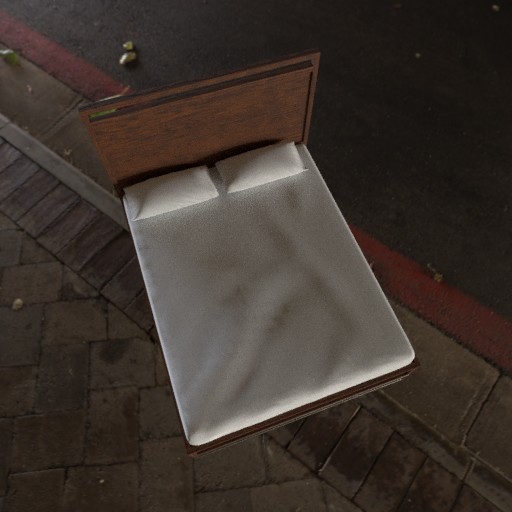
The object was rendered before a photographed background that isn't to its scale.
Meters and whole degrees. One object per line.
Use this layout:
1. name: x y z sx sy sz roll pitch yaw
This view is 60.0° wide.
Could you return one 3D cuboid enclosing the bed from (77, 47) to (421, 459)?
1. bed: 0.000 0.000 3.300 1.765 1.487 2.218 -18 64 -9
